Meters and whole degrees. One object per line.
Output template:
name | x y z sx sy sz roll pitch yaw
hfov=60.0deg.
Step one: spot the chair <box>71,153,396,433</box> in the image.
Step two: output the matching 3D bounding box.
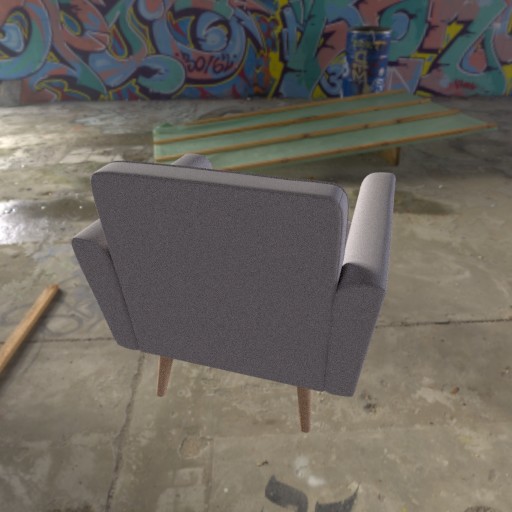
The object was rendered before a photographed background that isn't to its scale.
chair | 0.000 0.000 1.399 0.780 0.780 0.750 9 32 14
